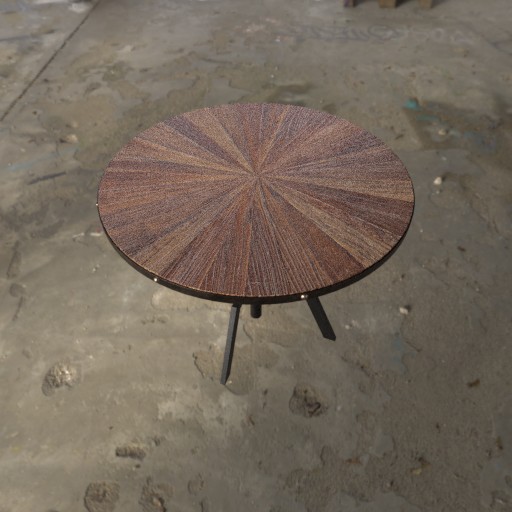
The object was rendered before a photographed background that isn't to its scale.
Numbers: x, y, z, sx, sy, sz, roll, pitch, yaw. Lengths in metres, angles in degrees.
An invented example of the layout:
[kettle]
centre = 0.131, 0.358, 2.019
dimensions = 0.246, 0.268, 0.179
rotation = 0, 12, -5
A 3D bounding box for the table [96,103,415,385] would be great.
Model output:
[table]
centre = 0.000, 0.000, 1.505
dimensions = 0.885, 0.658, 0.885
rotation = 0, 46, 0
